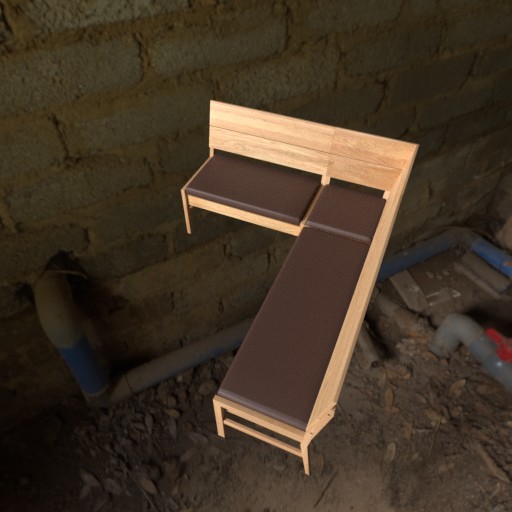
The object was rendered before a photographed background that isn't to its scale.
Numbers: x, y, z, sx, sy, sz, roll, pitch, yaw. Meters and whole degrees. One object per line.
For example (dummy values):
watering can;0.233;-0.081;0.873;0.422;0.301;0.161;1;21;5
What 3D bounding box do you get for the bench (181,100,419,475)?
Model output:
bench;0.000;0.000;2.844;1.549;0.890;1.975;17;49;15
